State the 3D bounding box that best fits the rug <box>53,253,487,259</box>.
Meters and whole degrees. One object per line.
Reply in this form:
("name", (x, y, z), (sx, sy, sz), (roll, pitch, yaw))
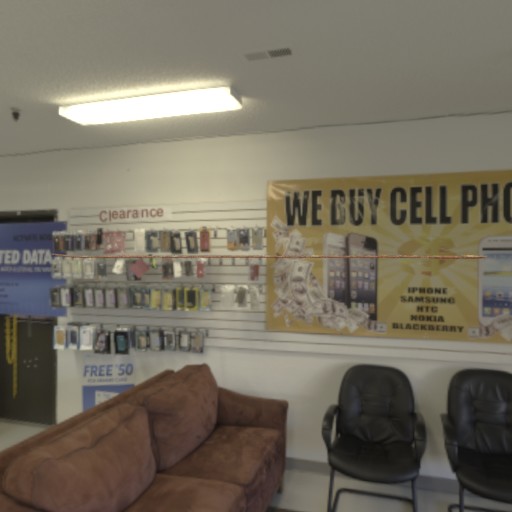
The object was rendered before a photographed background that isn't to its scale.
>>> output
("rug", (0.000, 0.000, 2.720), (2.444, 0.030, 0.799), (0, 0, 20))
